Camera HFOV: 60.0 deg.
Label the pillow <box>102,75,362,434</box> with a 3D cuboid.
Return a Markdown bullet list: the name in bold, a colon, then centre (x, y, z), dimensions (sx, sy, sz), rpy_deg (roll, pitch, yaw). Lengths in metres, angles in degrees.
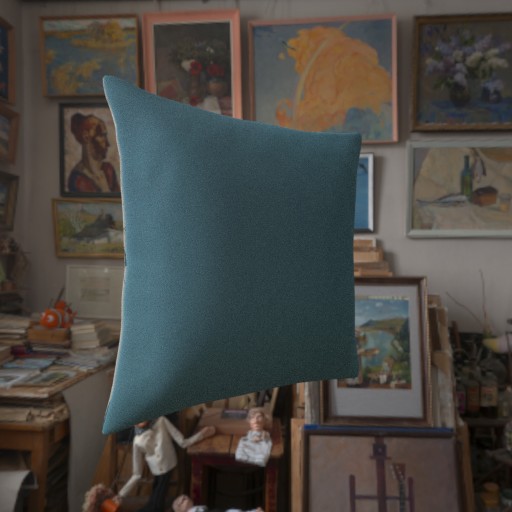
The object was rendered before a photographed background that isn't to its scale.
- **pillow**: centre (0.000, 0.000, 0.773), dimensions (0.526, 0.507, 0.166), rpy_deg (0, 0, -35)
